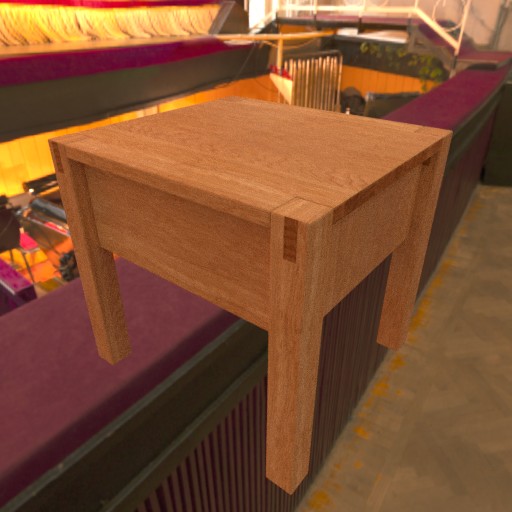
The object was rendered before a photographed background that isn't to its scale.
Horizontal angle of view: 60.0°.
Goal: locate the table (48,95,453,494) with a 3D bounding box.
[{"bbox_3d":[0.000,0.000,0.821,0.480,0.450,0.440,22,37,32],"label":"table"}]
